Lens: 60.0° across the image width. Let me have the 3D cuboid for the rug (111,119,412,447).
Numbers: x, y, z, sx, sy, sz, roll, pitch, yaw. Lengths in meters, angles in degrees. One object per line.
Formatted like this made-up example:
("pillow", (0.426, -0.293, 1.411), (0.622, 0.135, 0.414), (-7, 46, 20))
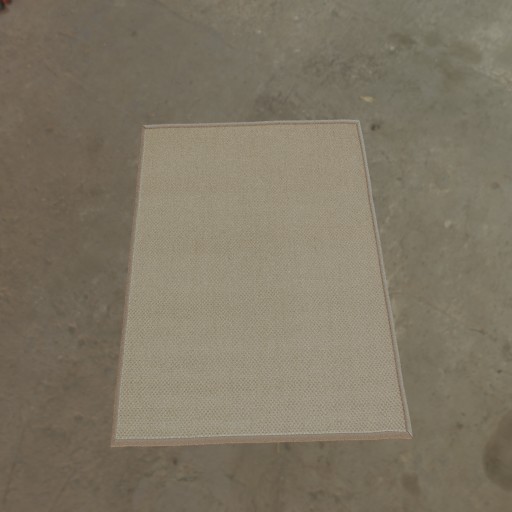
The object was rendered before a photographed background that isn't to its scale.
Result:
("rug", (0.000, 0.000, 2.666), (1.525, 0.020, 2.081), (-2, 65, -1))
